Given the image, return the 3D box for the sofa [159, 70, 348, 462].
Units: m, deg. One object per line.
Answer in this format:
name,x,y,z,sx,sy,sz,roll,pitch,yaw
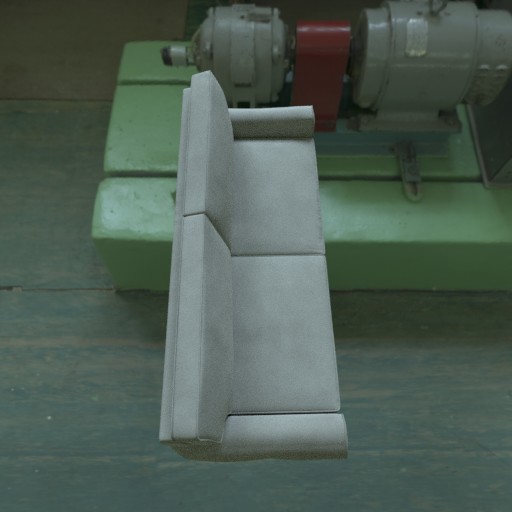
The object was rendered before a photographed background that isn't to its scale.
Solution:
sofa,0.000,0.000,2.667,0.900,1.014,2.246,-1,64,-1
